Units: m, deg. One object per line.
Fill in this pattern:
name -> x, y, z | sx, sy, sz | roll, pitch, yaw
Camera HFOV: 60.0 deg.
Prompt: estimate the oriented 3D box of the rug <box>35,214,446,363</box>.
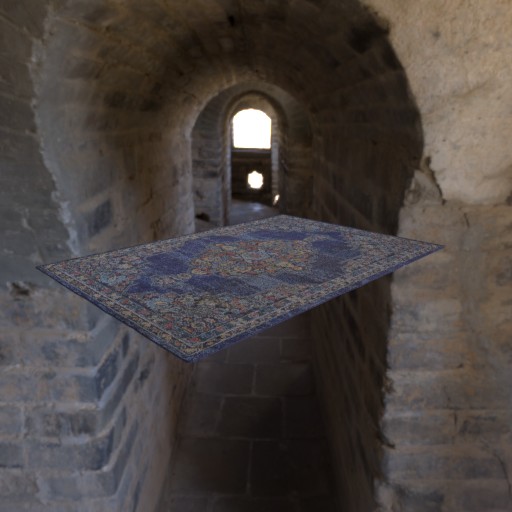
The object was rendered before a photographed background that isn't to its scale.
rug -> 0.000, 0.000, 3.806 | 2.940, 0.011, 2.053 | -16, 23, -42
